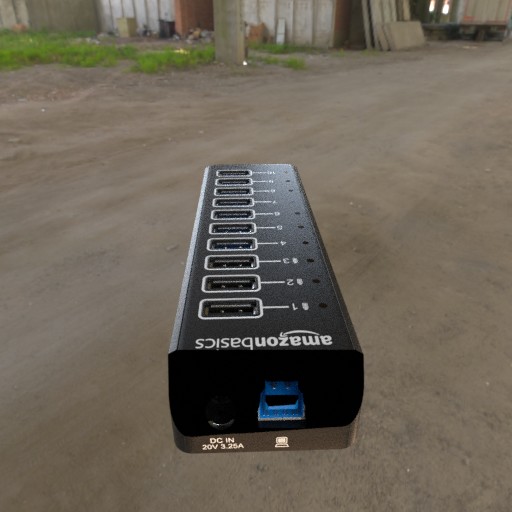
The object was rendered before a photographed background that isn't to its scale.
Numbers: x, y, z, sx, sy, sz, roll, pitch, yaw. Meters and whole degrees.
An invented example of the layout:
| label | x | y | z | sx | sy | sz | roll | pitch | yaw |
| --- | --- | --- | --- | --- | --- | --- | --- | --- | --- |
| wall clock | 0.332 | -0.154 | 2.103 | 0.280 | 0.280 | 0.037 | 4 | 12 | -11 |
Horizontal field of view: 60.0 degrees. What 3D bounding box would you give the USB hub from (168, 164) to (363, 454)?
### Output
| label | x | y | z | sx | sy | sz | roll | pitch | yaw |
| --- | --- | --- | --- | --- | --- | --- | --- | --- | --- |
| USB hub | 0.000 | 0.000 | 0.161 | 0.044 | 0.023 | 0.145 | -1 | 30 | -2 |
